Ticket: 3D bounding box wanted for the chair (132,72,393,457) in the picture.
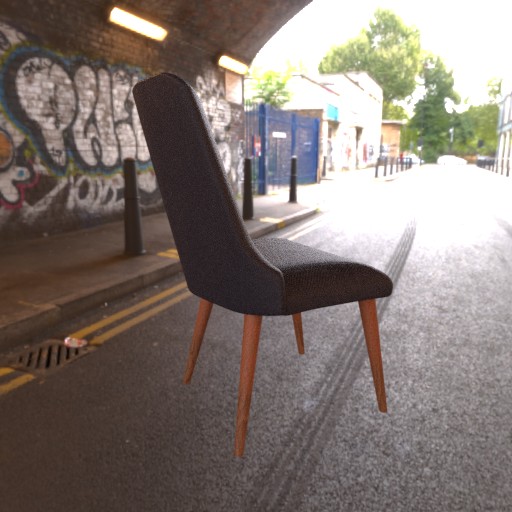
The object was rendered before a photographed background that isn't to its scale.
[{"bbox_3d":[0.000,0.000,1.153,0.567,0.820,0.504,-7,14,-27],"label":"chair"}]
